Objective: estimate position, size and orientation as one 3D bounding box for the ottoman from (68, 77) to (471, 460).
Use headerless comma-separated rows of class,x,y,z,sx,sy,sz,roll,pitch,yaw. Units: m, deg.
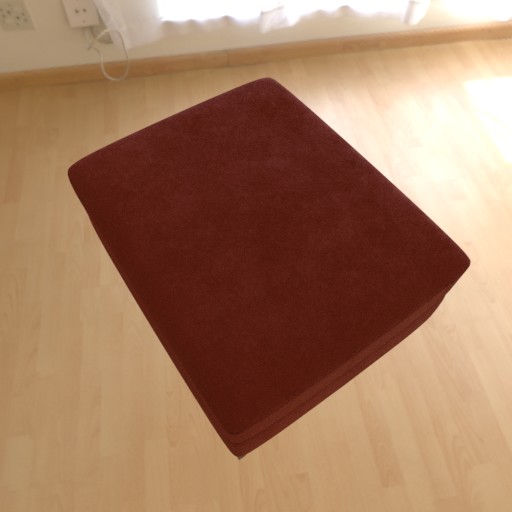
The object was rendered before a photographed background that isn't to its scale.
ottoman,0.000,0.000,1.190,0.650,0.462,0.782,-31,63,-17
